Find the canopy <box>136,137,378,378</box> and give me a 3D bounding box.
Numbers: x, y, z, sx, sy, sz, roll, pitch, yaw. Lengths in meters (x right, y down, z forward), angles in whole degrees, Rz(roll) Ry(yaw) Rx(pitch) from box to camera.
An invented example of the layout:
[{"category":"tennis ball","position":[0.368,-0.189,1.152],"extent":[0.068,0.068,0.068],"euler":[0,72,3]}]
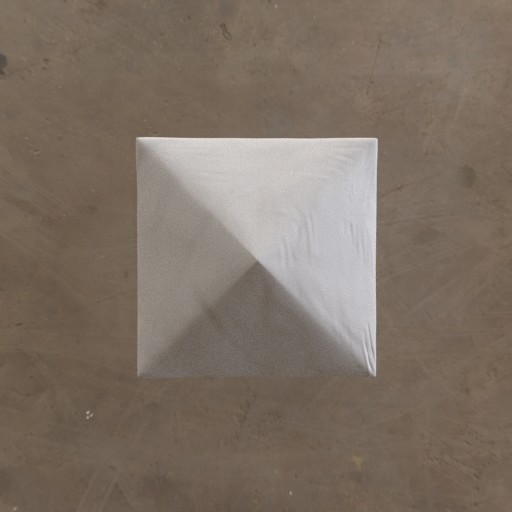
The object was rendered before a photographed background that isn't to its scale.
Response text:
[{"category":"canopy","position":[0.000,0.000,5.235],"extent":[2.848,2.849,2.849],"euler":[0,92,-1]}]
